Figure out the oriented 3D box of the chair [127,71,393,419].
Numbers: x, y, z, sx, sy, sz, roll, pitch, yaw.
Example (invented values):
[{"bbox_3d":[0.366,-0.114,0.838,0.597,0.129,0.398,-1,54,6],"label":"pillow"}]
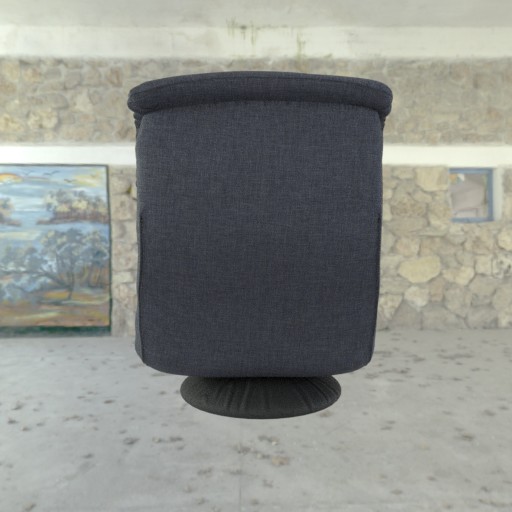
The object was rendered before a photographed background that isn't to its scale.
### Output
[{"bbox_3d":[0.000,0.000,1.204,0.597,0.749,0.668,0,0,-1],"label":"chair"}]
